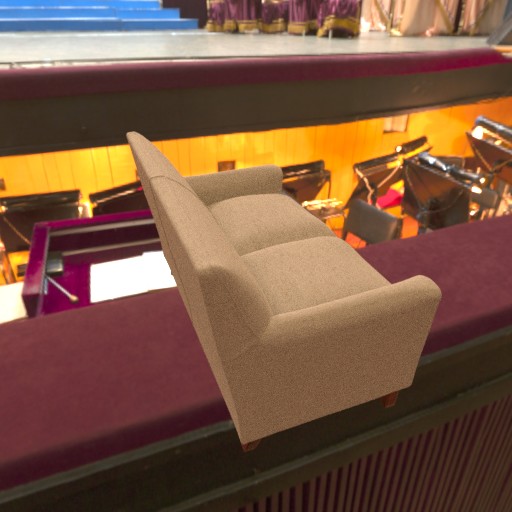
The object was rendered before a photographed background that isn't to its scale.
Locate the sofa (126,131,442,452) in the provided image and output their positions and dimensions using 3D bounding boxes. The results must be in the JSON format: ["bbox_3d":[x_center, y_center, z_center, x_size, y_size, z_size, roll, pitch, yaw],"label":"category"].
[{"bbox_3d":[0.000,0.000,2.066,0.891,0.892,1.482,-11,31,-18],"label":"sofa"}]
